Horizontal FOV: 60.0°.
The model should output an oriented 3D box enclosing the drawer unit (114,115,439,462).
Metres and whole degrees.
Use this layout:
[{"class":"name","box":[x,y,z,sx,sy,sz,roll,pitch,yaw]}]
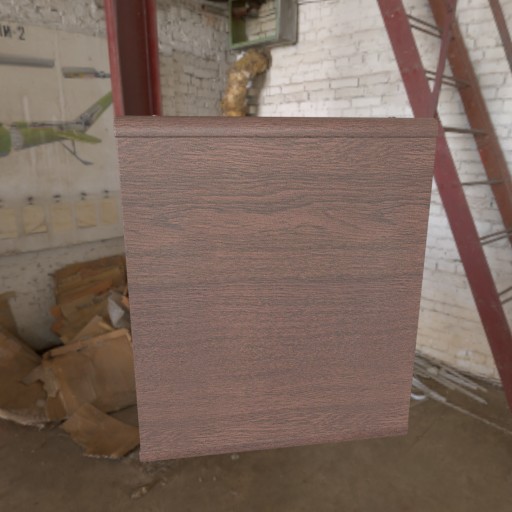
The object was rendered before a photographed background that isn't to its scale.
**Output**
[{"class":"drawer unit","box":[0.000,0.000,0.592,0.290,0.344,0.344,-2,15,-8]}]
